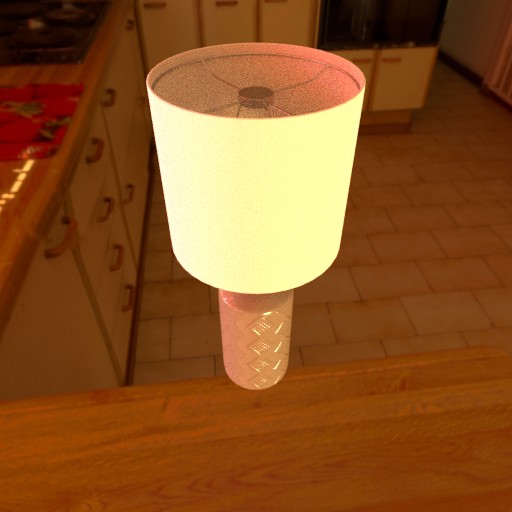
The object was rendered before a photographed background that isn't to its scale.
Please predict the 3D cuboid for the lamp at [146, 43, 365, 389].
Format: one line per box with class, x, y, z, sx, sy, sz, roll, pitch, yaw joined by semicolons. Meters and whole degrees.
lamp;0.000;0.000;0.575;0.207;0.461;0.207;-27;47;-27
